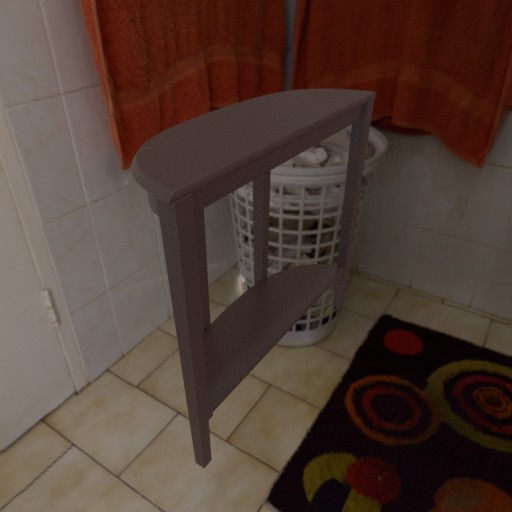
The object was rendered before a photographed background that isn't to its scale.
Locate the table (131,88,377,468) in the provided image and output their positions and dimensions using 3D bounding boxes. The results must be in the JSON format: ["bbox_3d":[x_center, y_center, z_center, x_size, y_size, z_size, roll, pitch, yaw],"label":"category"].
[{"bbox_3d":[0.000,0.000,1.343,0.274,0.831,0.909,21,38,29],"label":"table"}]
